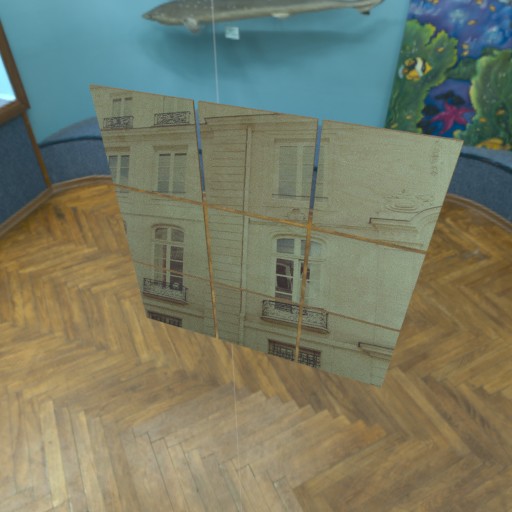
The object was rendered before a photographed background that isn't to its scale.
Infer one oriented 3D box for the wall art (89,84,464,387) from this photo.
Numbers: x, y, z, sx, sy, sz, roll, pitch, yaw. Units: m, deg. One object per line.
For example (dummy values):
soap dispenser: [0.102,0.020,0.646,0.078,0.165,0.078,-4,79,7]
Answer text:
wall art: [0.000,0.000,2.227,1.526,1.522,0.023,14,43,15]
